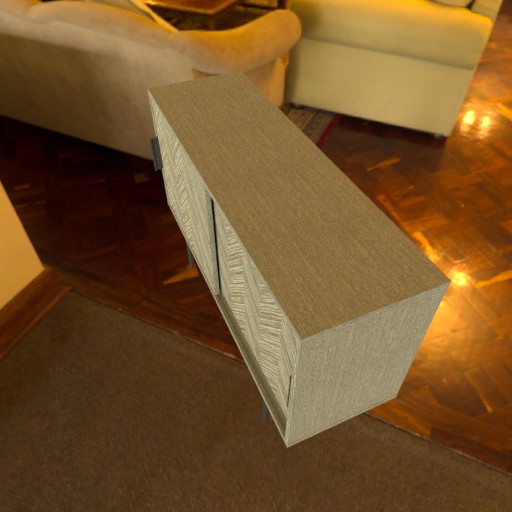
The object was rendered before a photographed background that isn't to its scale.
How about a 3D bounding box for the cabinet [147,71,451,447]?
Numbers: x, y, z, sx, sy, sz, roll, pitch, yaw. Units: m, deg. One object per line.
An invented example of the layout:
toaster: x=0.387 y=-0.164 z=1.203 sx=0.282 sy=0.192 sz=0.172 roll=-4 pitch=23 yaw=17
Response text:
cabinet: x=0.000 y=0.000 z=1.574 sx=0.405 sy=0.787 sz=1.194 roll=-18 pitch=48 yaw=-17
